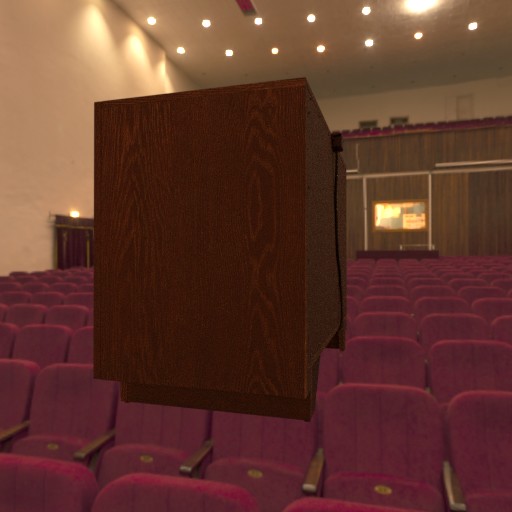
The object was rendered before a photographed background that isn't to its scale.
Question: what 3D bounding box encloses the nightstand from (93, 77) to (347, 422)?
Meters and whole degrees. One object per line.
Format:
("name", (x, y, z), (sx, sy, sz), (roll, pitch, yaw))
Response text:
("nightstand", (0.000, 0.000, 1.190), (0.457, 0.612, 0.775), (0, 0, 17))
